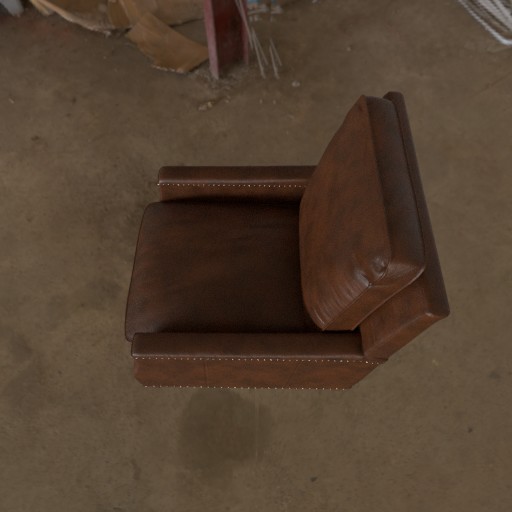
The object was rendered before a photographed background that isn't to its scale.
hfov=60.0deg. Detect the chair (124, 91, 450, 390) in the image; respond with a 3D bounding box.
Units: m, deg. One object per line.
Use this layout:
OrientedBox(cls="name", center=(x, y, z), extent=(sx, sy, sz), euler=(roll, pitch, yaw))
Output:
OrientedBox(cls="chair", center=(0.000, 0.000, 1.751), extent=(1.035, 1.054, 0.854), euler=(1, 61, 0))
